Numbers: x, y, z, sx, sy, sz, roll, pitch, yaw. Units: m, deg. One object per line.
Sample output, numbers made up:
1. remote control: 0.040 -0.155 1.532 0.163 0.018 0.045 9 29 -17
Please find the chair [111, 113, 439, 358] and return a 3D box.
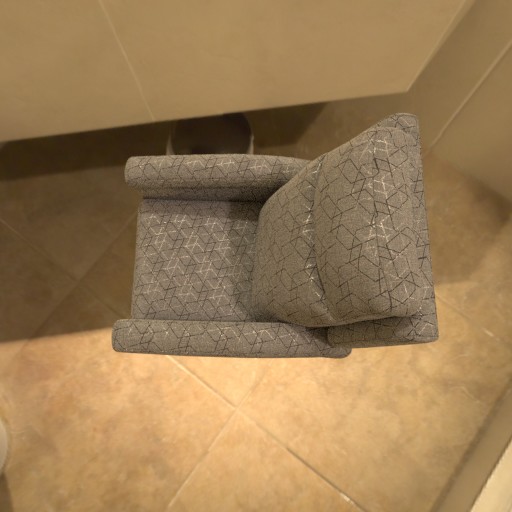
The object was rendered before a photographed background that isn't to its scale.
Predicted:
1. chair: 0.000 0.000 1.673 0.987 1.048 0.753 0 76 0
